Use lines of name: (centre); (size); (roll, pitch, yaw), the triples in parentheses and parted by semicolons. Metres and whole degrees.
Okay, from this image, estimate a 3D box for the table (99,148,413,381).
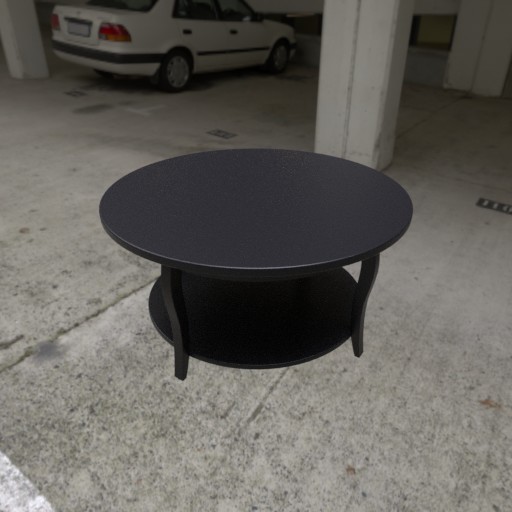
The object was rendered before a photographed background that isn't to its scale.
table: (0.000, 0.000, 1.461); (0.914, 0.457, 0.914); (0, 30, 0)
